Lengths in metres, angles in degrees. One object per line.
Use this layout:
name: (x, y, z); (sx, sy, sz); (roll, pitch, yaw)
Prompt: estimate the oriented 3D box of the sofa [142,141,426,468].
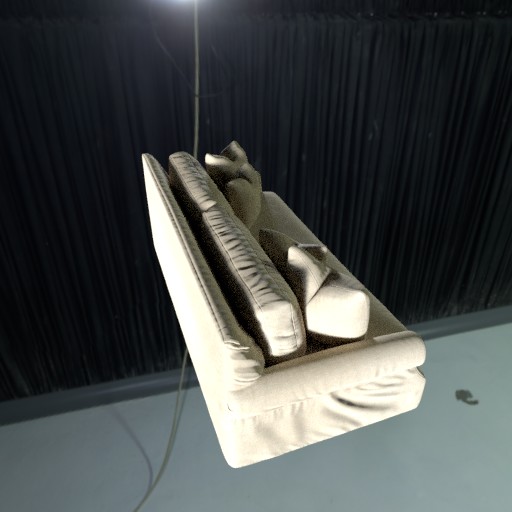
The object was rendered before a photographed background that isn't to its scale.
sofa: (0.000, 0.000, 2.798); (1.067, 0.904, 2.285); (-11, 34, -17)
